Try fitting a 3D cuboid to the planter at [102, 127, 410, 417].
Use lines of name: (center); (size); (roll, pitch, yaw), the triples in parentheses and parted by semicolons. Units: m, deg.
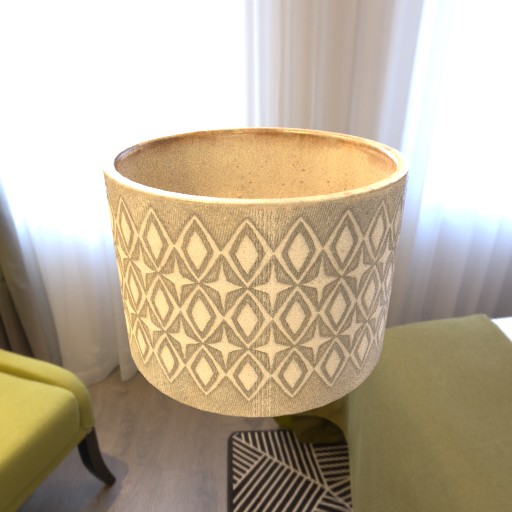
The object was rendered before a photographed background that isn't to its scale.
planter: (0.000, 0.000, 0.311); (0.186, 0.144, 0.186); (0, 26, 0)
